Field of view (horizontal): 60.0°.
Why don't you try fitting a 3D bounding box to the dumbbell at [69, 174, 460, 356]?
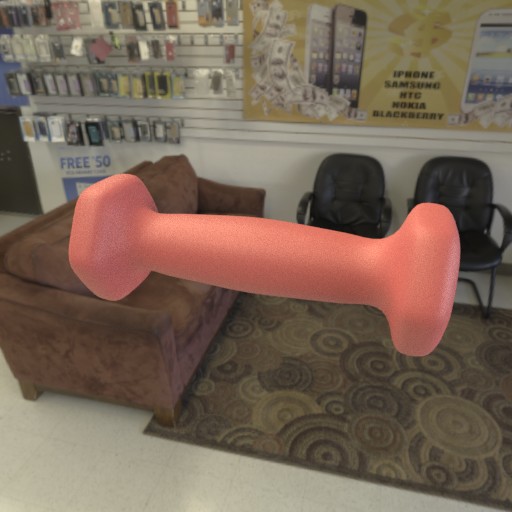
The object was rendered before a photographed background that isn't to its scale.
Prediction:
[{"bbox_3d":[0.000,0.000,0.149,0.123,0.043,0.047,8,28,15],"label":"dumbbell"}]
